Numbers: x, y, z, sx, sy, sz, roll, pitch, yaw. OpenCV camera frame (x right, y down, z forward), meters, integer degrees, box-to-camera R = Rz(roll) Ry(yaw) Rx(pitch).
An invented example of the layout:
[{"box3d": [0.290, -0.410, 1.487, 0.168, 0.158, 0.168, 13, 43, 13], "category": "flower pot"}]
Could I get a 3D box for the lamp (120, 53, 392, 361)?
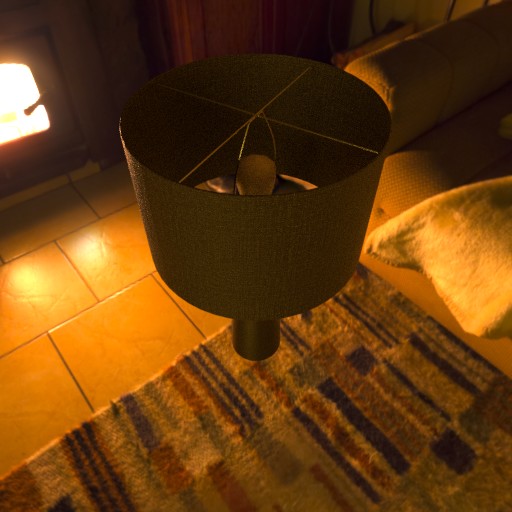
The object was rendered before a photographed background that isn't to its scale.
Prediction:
[{"box3d": [0.000, 0.000, 0.682, 0.303, 0.488, 0.303, 0, 48, 0], "category": "lamp"}]
